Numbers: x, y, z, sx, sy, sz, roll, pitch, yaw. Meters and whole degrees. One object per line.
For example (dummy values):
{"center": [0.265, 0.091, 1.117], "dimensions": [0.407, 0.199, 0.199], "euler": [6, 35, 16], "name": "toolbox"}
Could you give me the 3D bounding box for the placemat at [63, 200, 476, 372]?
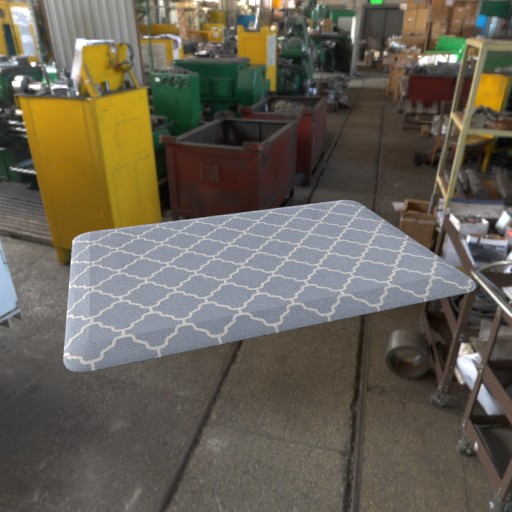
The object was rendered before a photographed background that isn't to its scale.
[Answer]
{"center": [0.000, 0.000, 0.959], "dimensions": [0.762, 0.021, 0.508], "euler": [-9, 29, -16], "name": "placemat"}
